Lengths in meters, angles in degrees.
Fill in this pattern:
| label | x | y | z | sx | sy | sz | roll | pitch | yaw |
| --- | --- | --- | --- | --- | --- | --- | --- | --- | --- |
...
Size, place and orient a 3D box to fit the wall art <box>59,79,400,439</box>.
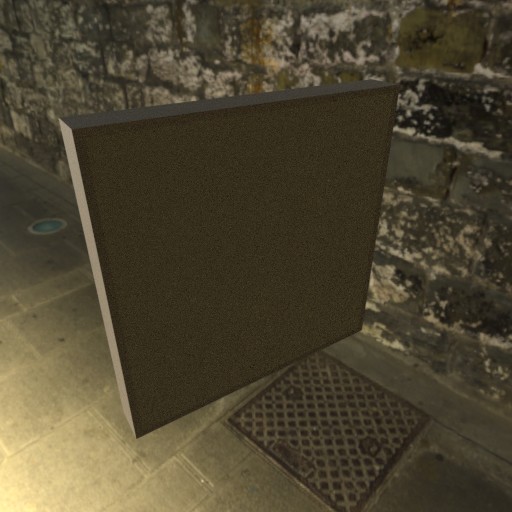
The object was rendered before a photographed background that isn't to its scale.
| label | x | y | z | sx | sy | sz | roll | pitch | yaw |
| --- | --- | --- | --- | --- | --- | --- | --- | --- | --- |
| wall art | 0.000 | 0.000 | 0.444 | 0.304 | 0.303 | 0.038 | -18 | 35 | -28 |
